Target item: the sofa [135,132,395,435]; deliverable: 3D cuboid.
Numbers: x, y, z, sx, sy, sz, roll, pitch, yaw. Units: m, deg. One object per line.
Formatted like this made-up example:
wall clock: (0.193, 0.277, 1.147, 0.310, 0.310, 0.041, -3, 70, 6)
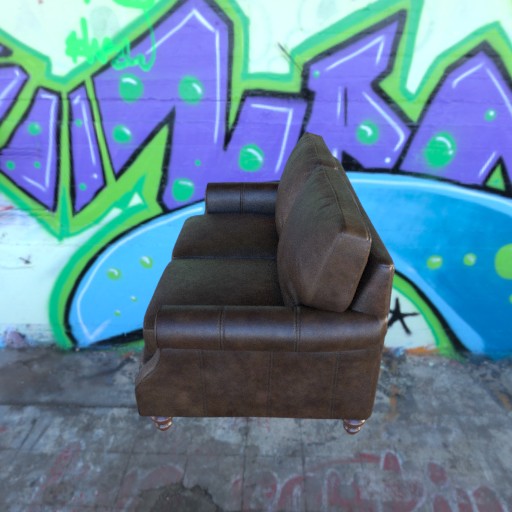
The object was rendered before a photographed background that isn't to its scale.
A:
sofa: (0.000, 0.000, 2.271, 0.990, 0.976, 1.616, 1, 27, 1)
